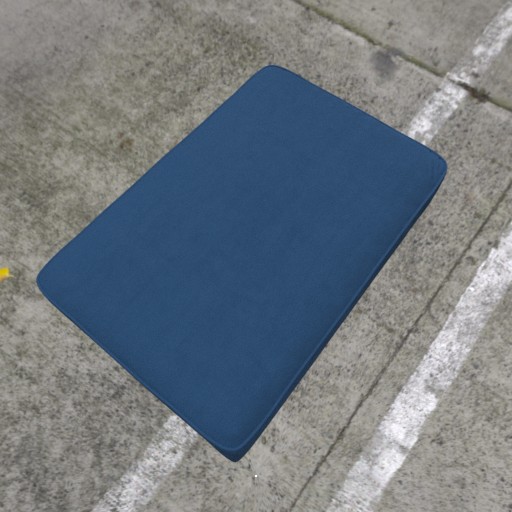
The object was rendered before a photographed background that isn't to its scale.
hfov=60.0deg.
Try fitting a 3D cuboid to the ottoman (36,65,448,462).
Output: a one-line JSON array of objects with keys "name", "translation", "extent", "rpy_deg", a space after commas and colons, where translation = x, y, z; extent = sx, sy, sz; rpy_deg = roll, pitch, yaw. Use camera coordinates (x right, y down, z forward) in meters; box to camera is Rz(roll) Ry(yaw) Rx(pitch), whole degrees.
[{"name": "ottoman", "translation": [0.000, 0.000, 1.194], "extent": [0.583, 0.484, 0.862], "rpy_deg": [35, 69, 16]}]
